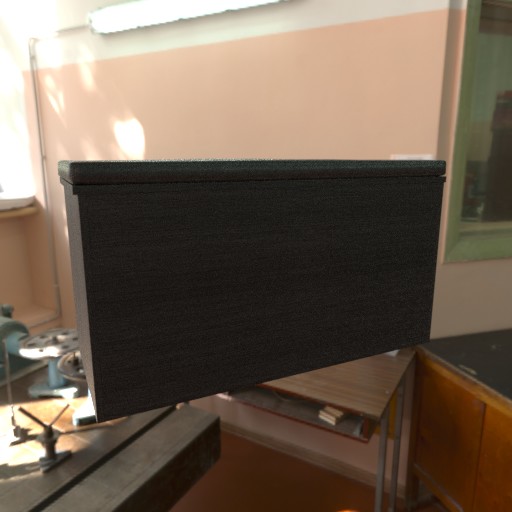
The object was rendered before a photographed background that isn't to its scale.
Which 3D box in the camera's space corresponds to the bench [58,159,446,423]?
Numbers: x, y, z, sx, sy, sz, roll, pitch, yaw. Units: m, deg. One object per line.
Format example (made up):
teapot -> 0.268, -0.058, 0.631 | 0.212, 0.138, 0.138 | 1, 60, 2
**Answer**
bench -> 0.000, 0.000, 1.172 | 0.905, 0.501, 0.401 | -6, 14, -26
